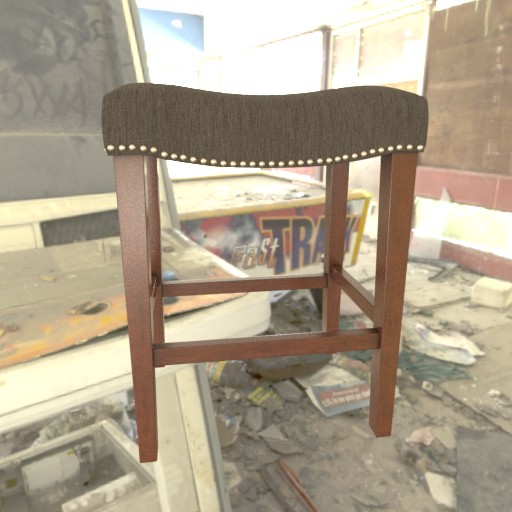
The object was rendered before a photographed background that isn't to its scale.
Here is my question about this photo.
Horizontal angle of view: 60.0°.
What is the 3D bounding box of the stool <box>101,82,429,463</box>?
[{"bbox_3d":[0.000,0.000,0.910,0.504,0.654,0.372,-3,17,-8],"label":"stool"}]
